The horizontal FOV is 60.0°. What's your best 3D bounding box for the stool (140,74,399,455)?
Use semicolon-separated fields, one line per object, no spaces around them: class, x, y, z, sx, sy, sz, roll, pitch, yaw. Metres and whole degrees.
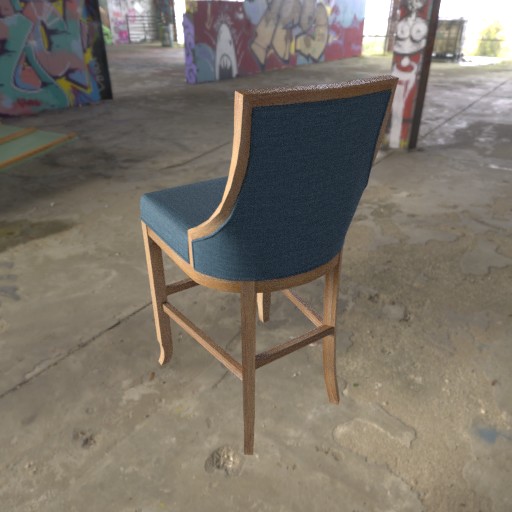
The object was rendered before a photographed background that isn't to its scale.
stool;0.000;0.000;1.411;0.524;1.101;0.626;-18;34;-29
